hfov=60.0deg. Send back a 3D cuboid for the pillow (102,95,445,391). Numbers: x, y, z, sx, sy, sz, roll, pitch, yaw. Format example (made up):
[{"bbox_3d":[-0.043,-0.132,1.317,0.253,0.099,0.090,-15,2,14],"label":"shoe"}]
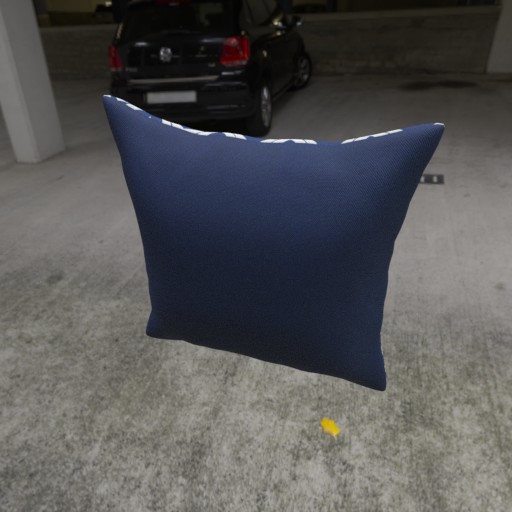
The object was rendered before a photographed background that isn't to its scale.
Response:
[{"bbox_3d":[0.000,0.000,0.756,0.504,0.494,0.188,10,33,15],"label":"pillow"}]
